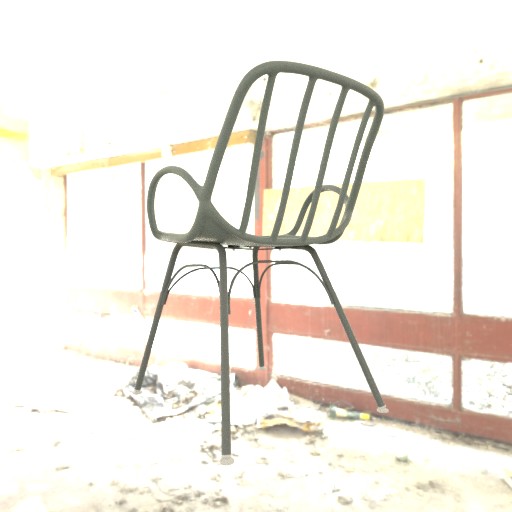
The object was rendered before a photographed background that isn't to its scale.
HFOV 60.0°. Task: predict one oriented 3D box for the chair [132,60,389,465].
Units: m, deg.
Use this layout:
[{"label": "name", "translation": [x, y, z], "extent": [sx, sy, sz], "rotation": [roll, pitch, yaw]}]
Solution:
[{"label": "chair", "translation": [0.000, 0.000, 1.213], "extent": [0.549, 0.816, 0.597], "rotation": [0, 1, -36]}]
